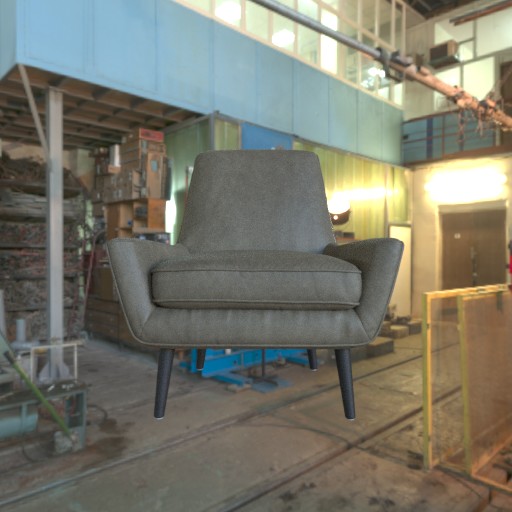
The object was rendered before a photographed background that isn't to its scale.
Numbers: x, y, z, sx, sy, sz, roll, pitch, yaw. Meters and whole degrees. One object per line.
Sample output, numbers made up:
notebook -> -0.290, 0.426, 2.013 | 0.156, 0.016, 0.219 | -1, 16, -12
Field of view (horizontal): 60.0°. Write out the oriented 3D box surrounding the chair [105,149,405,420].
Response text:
chair -> 0.000, 0.000, 1.543 | 0.787, 0.888, 0.824 | 0, 1, 1
